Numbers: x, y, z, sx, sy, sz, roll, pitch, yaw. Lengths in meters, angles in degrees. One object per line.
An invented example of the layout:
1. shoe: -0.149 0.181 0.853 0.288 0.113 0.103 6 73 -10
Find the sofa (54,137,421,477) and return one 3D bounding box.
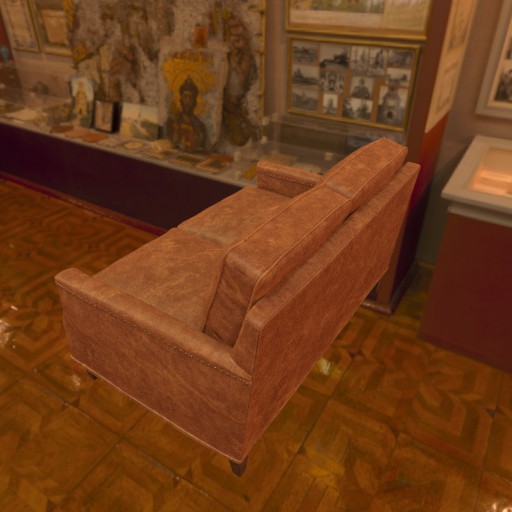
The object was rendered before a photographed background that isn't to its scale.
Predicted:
1. sofa: 0.000 0.000 2.215 1.084 1.003 1.597 20 38 28
